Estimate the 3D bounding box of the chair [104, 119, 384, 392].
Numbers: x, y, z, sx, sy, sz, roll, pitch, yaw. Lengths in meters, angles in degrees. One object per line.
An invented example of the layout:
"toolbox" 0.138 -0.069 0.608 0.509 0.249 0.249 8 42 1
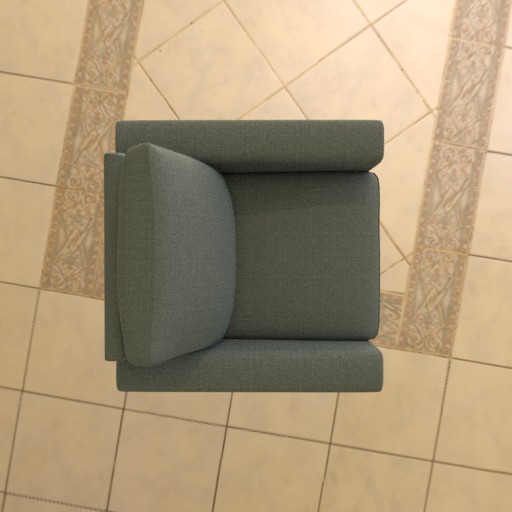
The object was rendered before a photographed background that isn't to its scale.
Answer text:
"chair" 0.000 0.000 1.841 1.038 1.010 1.024 0 91 0
